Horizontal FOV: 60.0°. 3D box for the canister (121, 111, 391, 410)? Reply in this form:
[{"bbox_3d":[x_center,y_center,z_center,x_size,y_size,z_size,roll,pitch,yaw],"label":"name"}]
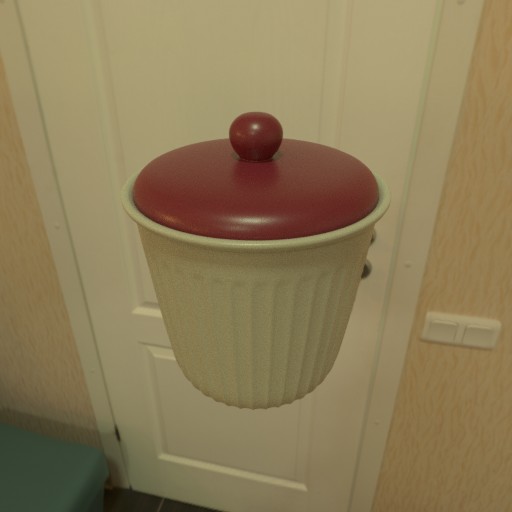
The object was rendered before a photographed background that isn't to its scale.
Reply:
[{"bbox_3d":[0.000,0.000,0.335,0.181,0.211,0.181,0,30,0],"label":"canister"}]
